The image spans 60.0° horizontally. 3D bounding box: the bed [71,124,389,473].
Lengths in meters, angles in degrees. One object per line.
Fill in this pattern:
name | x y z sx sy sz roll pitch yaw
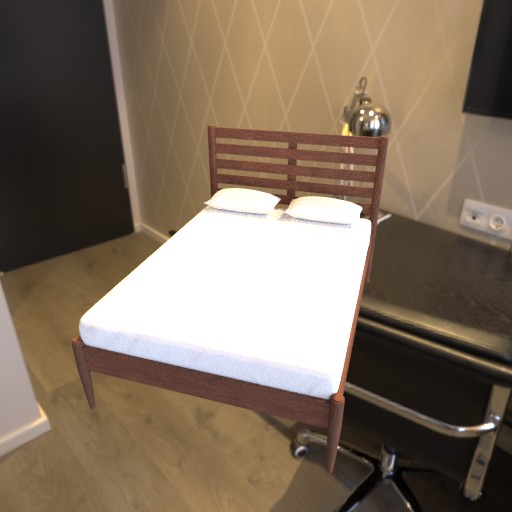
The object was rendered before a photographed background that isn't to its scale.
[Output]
bed | 0.000 0.000 3.060 1.509 1.304 2.093 8 29 15
